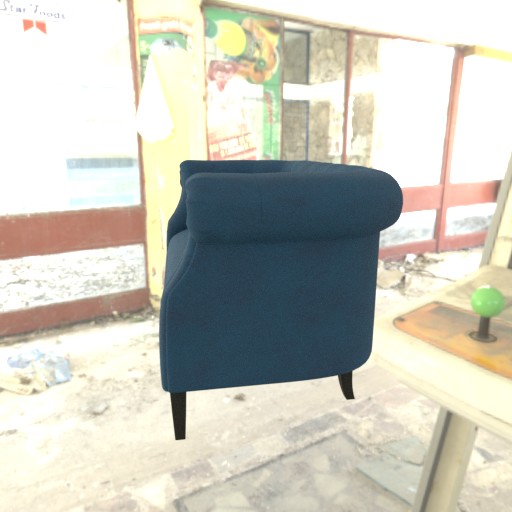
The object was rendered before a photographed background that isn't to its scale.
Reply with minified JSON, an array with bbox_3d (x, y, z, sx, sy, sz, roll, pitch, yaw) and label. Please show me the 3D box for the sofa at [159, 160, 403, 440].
[{"bbox_3d":[0.000,0.000,2.011,0.835,0.827,1.558,-2,14,-10],"label":"sofa"}]
